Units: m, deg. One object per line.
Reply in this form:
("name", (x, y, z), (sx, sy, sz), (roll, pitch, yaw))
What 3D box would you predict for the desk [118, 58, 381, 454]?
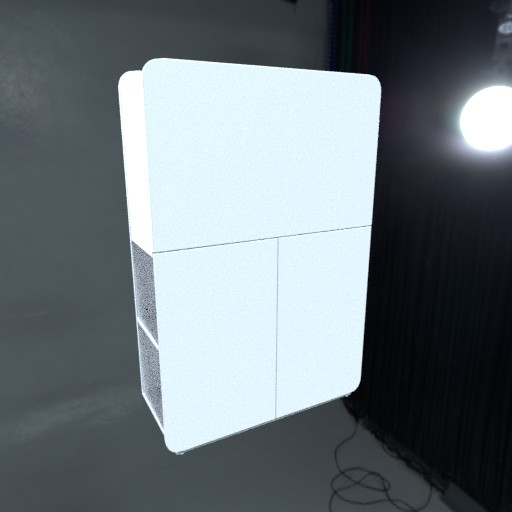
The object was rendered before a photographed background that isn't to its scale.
("desk", (0.000, 0.000, 1.547), (0.795, 1.190, 0.278), (-8, 18, -28))
